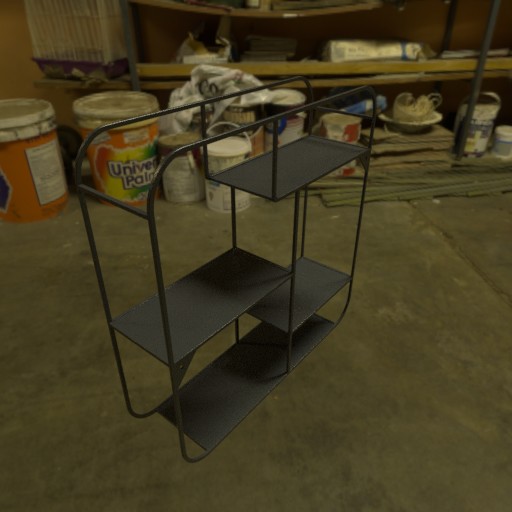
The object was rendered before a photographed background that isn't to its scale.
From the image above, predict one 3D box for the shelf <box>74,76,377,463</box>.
[{"bbox_3d":[0.000,0.000,0.893,0.160,0.600,0.600,23,39,32],"label":"shelf"}]
